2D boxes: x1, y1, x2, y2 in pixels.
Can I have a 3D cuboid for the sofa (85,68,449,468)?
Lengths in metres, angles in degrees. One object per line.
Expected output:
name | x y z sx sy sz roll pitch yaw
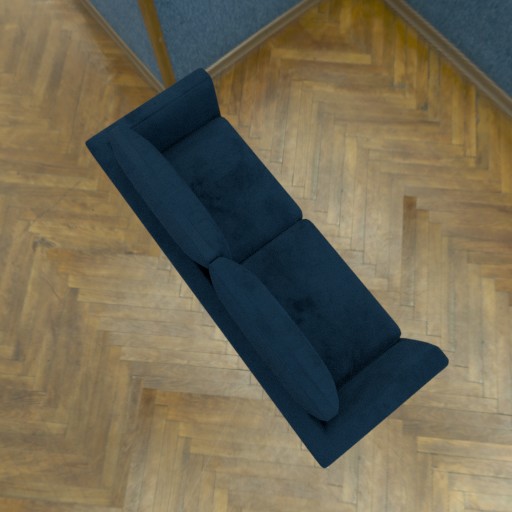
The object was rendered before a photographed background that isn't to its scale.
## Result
sofa | 0.000 0.000 2.659 0.853 0.998 2.212 -36 79 -8
